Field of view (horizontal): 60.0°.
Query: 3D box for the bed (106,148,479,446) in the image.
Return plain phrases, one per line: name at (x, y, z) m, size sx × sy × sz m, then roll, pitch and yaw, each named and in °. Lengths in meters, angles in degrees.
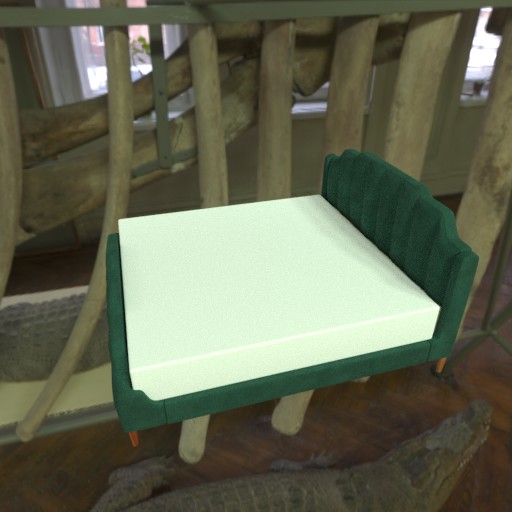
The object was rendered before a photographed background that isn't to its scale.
bed at (0.000, 0.000, 3.542) m, size 2.340 × 1.245 × 2.074 m, roll -9°, pitch 32°, yaw -14°
